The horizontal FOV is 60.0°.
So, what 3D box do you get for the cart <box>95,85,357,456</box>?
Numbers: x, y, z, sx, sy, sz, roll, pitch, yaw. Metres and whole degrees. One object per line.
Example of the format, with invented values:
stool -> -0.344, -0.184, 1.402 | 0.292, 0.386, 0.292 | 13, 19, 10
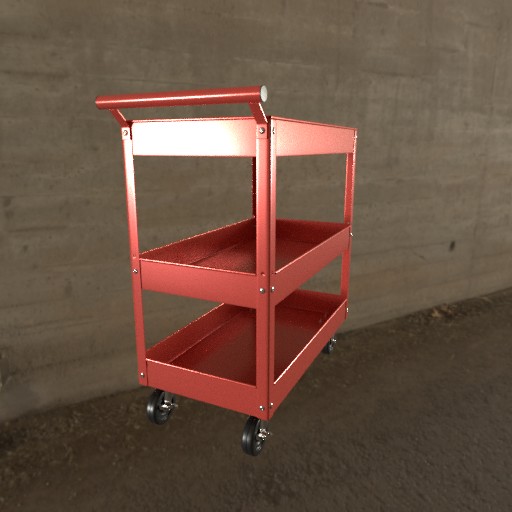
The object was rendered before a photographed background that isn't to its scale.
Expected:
cart -> 0.000, 0.000, 1.211 | 0.366, 0.780, 0.719 | 7, 15, 25
